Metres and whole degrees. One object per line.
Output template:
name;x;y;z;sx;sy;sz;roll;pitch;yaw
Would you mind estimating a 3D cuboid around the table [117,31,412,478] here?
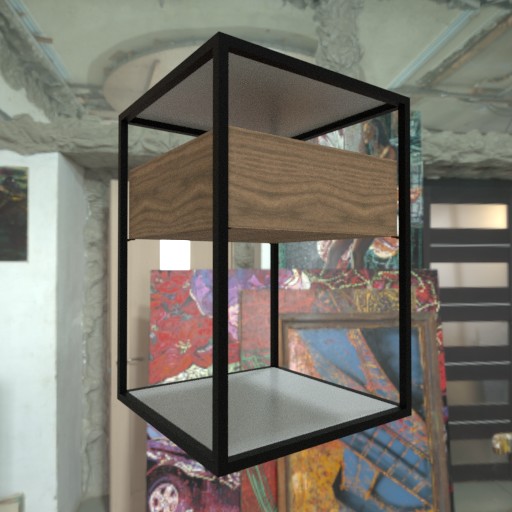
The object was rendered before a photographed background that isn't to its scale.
table;0.000;0.000;0.798;0.378;0.540;0.378;1;-1;-35
